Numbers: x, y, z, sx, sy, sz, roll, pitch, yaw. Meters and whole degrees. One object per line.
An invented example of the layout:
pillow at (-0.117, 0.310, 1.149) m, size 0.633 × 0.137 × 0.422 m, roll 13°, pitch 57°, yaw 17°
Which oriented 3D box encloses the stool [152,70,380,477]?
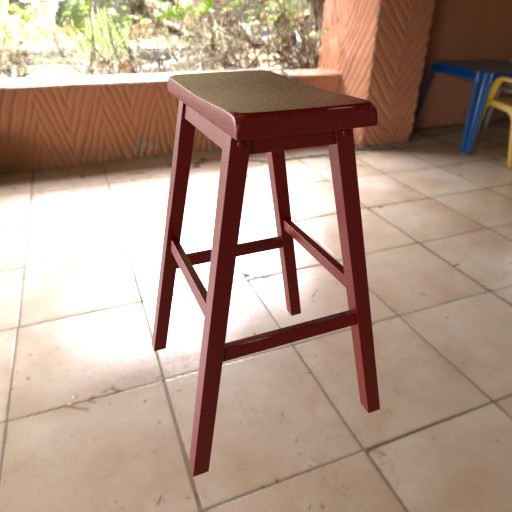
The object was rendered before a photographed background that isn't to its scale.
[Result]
stool at (0.000, 0.000, 1.019) m, size 0.476 × 0.737 × 0.457 m, roll -11°, pitch 32°, yaw -19°
